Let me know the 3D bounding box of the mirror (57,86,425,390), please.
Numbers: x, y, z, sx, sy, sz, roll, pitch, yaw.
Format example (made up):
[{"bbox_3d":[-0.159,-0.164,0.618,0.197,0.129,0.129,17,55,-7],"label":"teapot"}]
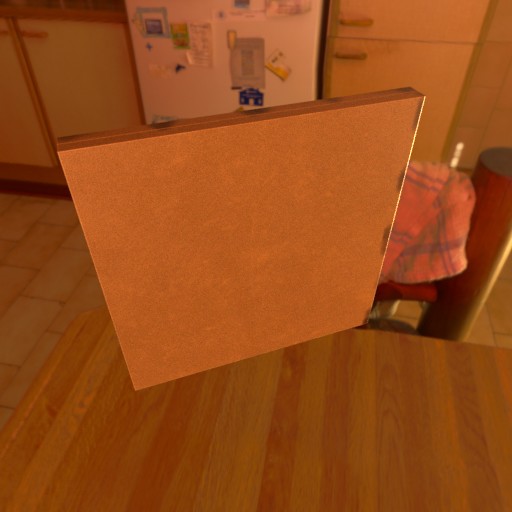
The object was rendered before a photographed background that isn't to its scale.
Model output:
[{"bbox_3d":[0.000,0.000,0.763,0.509,0.507,0.042,-13,43,-14],"label":"mirror"}]
